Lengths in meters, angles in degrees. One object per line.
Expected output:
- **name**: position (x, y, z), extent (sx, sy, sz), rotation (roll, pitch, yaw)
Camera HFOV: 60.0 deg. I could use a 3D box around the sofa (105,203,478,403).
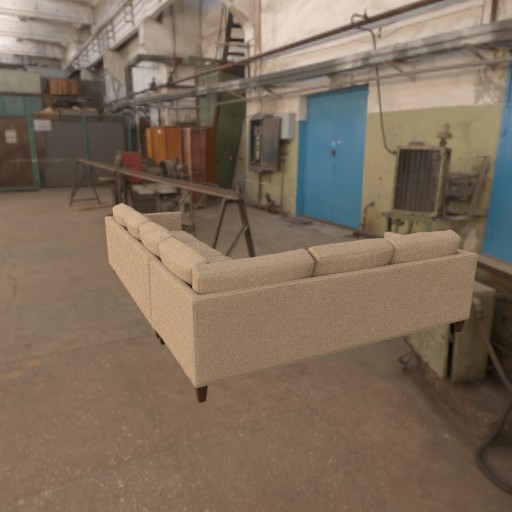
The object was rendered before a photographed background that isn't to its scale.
- **sofa**: position (0.000, 0.000, 4.468), extent (2.432, 0.863, 3.182), rotation (-7, 17, -26)
